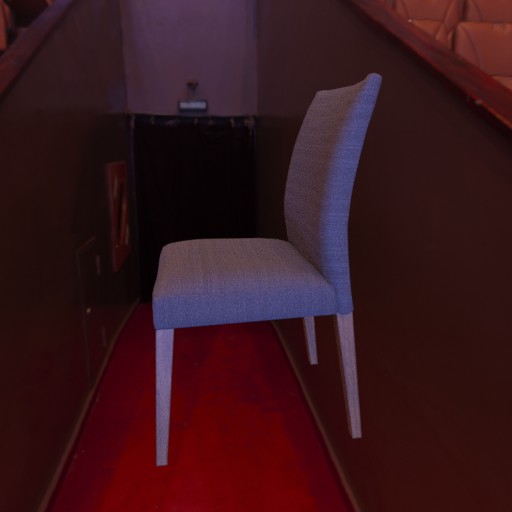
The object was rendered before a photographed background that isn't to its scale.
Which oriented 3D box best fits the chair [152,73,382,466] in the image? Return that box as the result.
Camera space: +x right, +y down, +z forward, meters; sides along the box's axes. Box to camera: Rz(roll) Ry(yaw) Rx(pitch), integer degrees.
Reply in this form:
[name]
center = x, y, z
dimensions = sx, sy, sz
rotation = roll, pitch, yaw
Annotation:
[chair]
center = 0.000, 0.000, 1.274
dimensions = 0.585, 0.940, 0.496
rotation = -2, 15, -9
